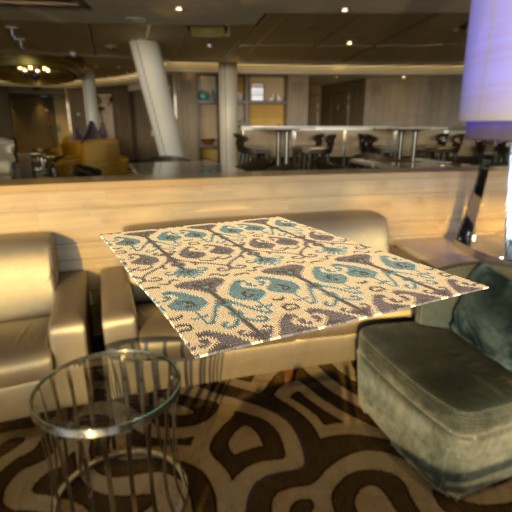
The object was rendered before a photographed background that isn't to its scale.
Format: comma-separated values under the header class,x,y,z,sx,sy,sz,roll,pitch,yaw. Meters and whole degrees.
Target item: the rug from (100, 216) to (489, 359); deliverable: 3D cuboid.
class,x,y,z,sx,sy,sz,roll,pitch,yaw
rug,0.000,0.000,2.980,1.676,0.013,2.261,-8,18,-26
